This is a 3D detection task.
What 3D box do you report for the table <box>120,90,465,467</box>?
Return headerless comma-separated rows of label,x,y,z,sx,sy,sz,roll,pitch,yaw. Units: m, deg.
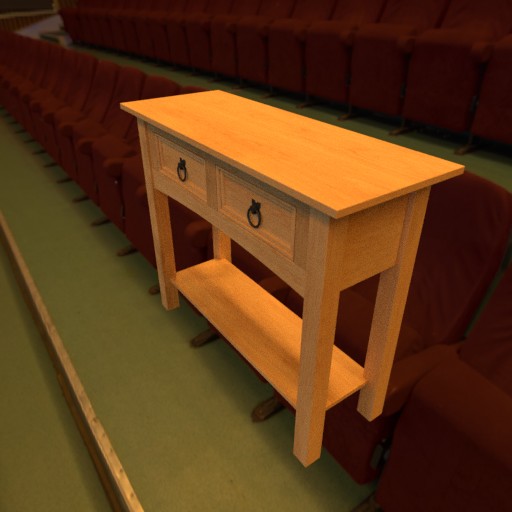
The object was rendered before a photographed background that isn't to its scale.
table,0.000,0.000,1.263,0.340,0.728,0.900,-20,37,-30
